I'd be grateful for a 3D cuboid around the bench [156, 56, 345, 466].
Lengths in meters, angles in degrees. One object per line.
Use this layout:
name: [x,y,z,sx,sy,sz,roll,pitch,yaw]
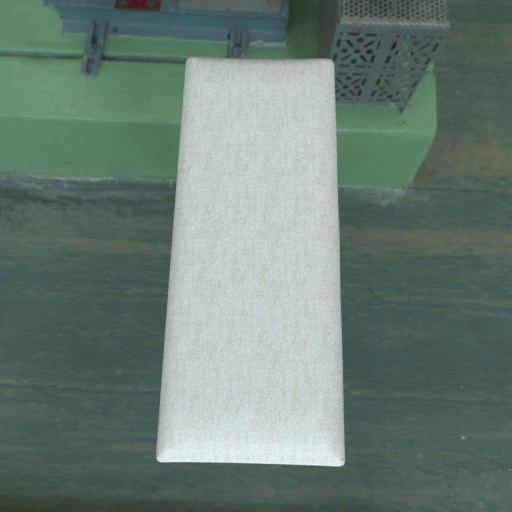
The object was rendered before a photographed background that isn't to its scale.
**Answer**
bench: [0.000,0.000,1.235,0.407,0.456,1.013,1,75,0]
